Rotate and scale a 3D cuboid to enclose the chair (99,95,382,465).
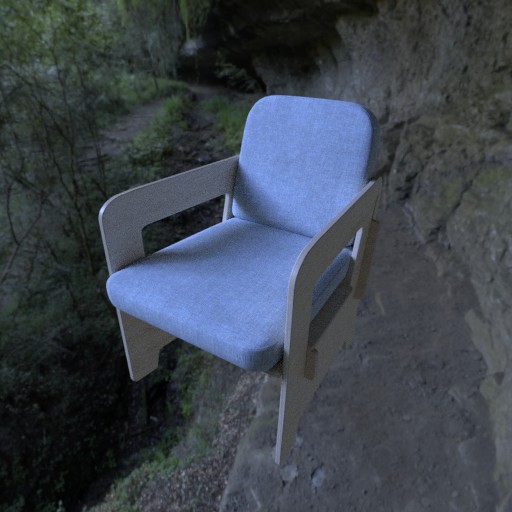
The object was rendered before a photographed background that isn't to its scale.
[{"bbox_3d":[0.000,0.000,1.286,0.590,0.800,0.710,18,33,30],"label":"chair"}]
